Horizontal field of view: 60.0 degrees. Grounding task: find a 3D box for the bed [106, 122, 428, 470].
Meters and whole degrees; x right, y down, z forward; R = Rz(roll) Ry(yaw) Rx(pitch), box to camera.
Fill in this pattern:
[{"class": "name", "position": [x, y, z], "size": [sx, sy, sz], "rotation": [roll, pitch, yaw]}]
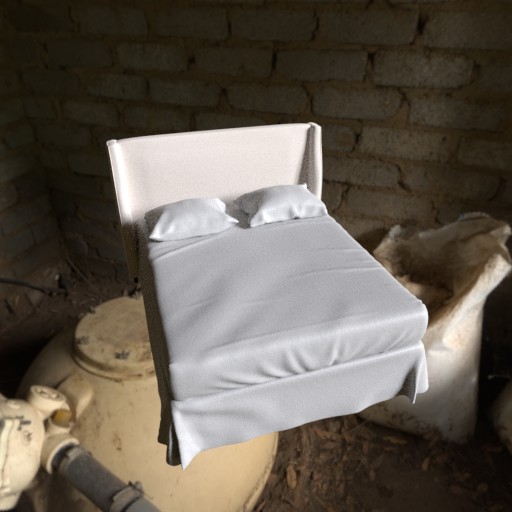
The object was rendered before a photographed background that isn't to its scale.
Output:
[{"class": "bed", "position": [0.000, 0.000, 3.356], "size": [1.925, 1.332, 2.276], "rotation": [-9, 33, -15]}]
